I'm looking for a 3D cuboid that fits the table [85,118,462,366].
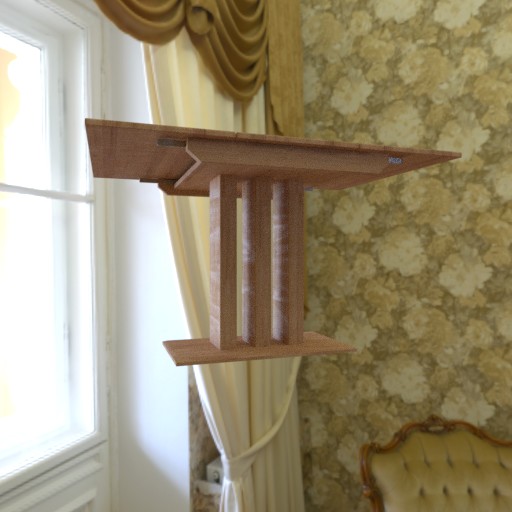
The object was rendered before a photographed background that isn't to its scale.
[{"bbox_3d":[0.000,0.000,1.856,1.300,0.770,0.900,0,0,-19],"label":"table"}]
